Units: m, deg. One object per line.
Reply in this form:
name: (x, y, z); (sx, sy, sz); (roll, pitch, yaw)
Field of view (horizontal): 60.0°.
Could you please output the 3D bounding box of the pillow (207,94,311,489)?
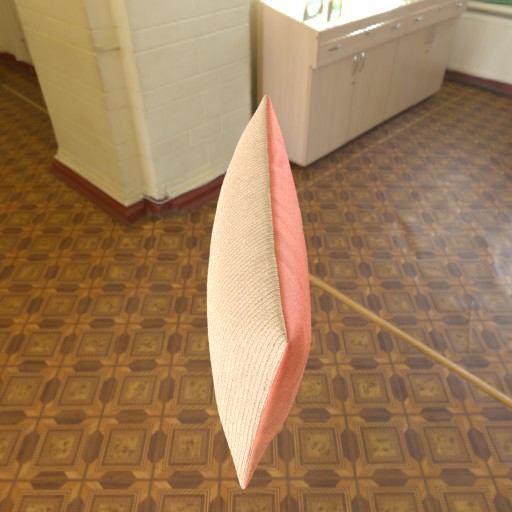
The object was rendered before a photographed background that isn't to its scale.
pillow: (0.000, 0.000, 0.727); (0.155, 0.307, 0.608); (0, 40, -1)
